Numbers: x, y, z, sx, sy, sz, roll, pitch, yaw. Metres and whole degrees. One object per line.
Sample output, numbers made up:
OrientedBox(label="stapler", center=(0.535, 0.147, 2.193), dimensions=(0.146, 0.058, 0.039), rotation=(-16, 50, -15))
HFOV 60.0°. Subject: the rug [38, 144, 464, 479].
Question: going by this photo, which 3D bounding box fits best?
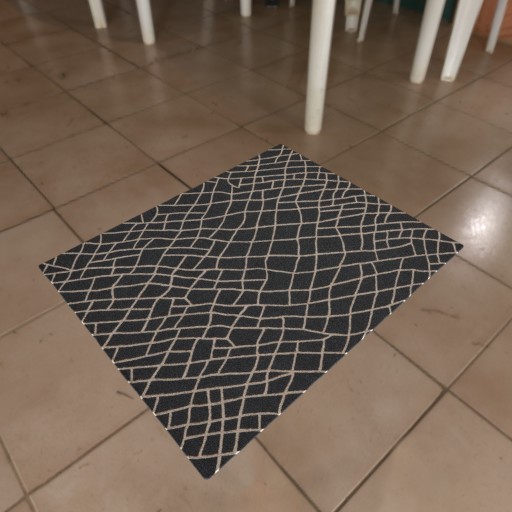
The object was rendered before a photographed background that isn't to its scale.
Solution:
OrientedBox(label="rug", center=(0.000, 0.000, 4.035), dimensions=(3.047, 0.022, 2.439), rotation=(-33, 54, -28))
